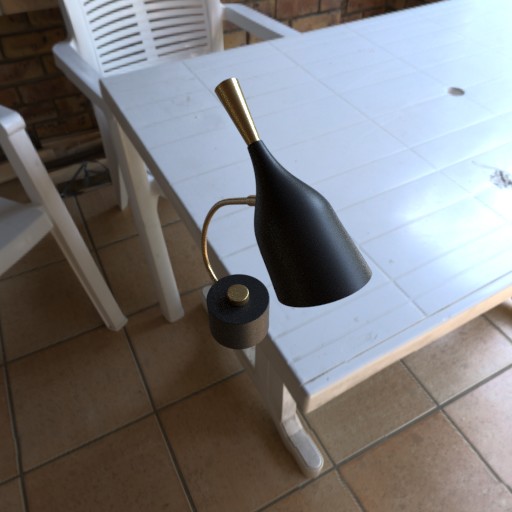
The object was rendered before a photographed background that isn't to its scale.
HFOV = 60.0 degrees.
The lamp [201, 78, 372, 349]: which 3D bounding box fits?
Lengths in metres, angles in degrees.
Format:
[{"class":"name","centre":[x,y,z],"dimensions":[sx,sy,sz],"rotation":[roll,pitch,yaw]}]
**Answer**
[{"class":"lamp","centre":[0.000,0.000,0.614],"dimensions":[0.110,0.464,0.352],"rotation":[-26,52,-22]}]
